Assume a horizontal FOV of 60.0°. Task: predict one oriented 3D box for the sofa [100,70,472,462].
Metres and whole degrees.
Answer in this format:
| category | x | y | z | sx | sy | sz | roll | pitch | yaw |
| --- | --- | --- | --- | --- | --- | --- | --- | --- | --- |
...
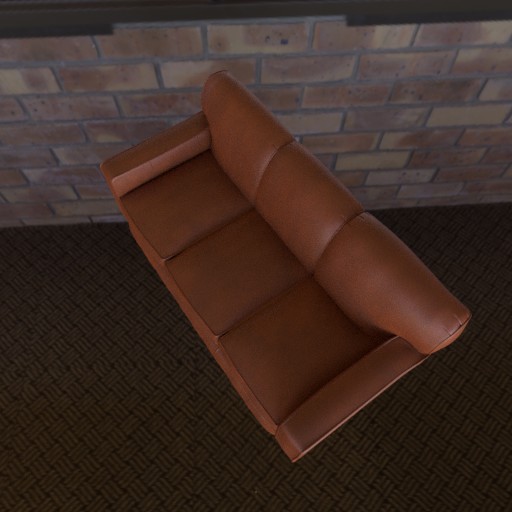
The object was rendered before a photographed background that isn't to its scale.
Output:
| category | x | y | z | sx | sy | sz | roll | pitch | yaw |
| --- | --- | --- | --- | --- | --- | --- | --- | --- | --- |
| sofa | 0.000 | 0.000 | 2.591 | 1.008 | 0.953 | 2.039 | -32 | 67 | -16 |
